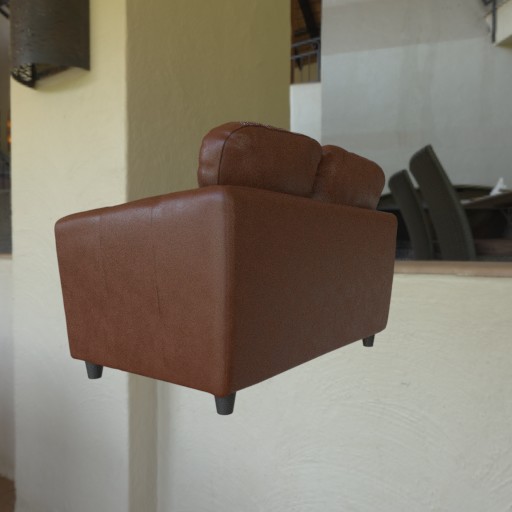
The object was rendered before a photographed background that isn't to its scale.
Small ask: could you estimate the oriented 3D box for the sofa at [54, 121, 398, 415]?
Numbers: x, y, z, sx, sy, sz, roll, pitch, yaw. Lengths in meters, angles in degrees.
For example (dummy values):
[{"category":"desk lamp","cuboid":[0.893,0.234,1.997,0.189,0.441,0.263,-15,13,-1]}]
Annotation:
[{"category":"sofa","cuboid":[0.000,0.000,1.914,0.805,0.906,1.406,1,1,36]}]
